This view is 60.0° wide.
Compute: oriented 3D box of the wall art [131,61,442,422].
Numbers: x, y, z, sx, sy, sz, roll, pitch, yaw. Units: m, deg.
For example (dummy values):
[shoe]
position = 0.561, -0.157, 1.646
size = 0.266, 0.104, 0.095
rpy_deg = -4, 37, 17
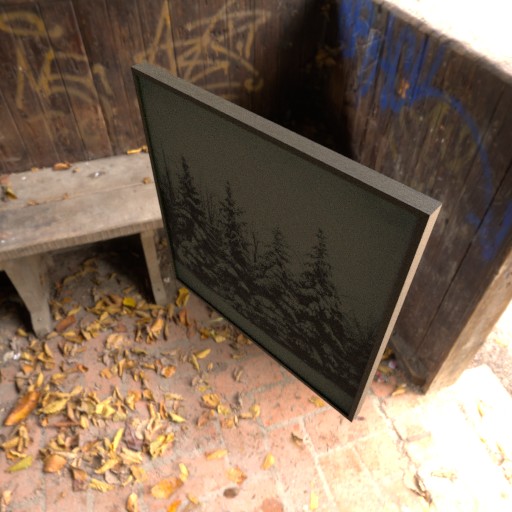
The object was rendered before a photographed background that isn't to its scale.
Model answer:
[wall art]
position = 0.000, 0.000, 1.133
size = 0.758, 0.758, 0.039
rpy_deg = 34, 55, 28
